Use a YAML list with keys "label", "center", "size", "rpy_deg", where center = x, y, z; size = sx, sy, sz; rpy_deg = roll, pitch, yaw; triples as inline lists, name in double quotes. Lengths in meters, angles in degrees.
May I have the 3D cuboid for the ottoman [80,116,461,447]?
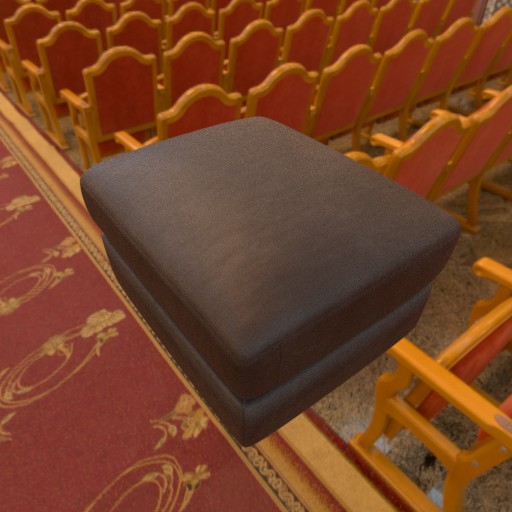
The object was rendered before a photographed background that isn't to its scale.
- label: "ottoman"
  center: [0.000, 0.000, 1.255]
  size: [0.670, 0.569, 0.806]
  rpy_deg: [-26, 46, -27]
